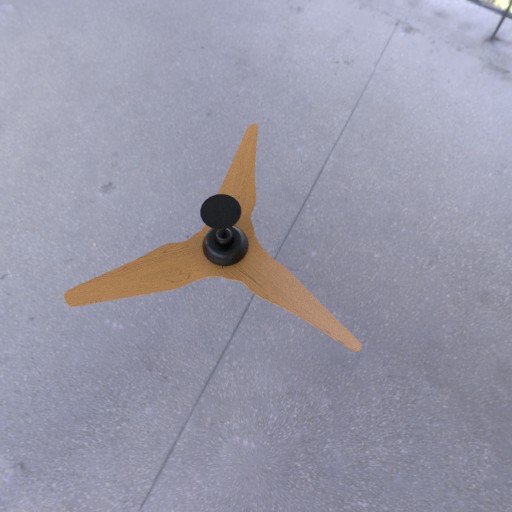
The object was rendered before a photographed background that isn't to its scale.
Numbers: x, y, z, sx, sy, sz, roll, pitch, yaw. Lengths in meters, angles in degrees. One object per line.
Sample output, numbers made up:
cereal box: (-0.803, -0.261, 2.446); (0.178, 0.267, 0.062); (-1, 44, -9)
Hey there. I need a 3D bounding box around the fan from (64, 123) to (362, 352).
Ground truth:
fan: (0.000, 0.000, 1.671); (1.010, 0.355, 1.142); (36, 70, 15)
